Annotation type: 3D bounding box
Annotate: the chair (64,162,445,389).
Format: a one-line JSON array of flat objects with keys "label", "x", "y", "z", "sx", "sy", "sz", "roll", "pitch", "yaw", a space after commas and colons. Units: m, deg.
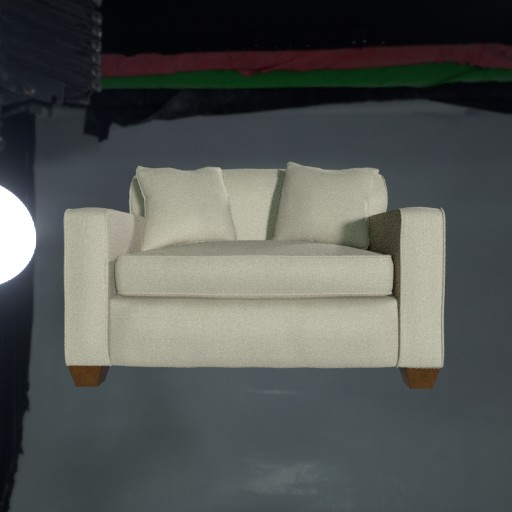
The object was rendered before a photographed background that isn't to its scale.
[{"label": "chair", "x": 0.000, "y": 0.000, "z": 2.037, "sx": 1.383, "sy": 0.948, "sz": 1.000, "roll": 0, "pitch": 1, "yaw": 1}]
